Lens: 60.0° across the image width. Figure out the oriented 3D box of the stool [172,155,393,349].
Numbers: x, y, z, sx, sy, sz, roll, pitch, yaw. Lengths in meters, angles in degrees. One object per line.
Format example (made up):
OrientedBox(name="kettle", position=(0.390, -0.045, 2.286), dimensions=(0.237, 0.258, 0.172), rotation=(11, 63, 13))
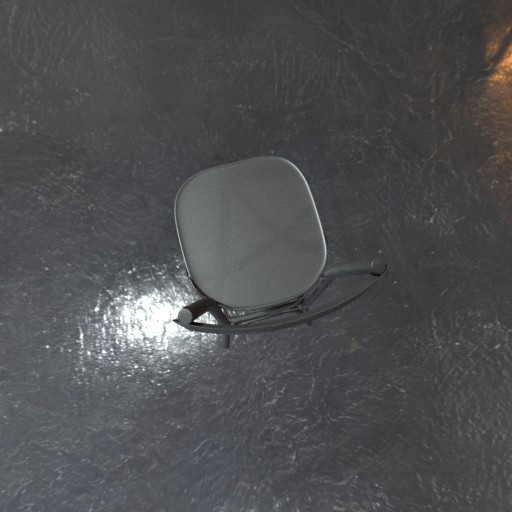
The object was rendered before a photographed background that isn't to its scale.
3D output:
OrientedBox(name="stool", position=(0.000, 0.000, 1.463), dimensions=(0.457, 1.168, 0.584), rotation=(-15, 76, -4))
